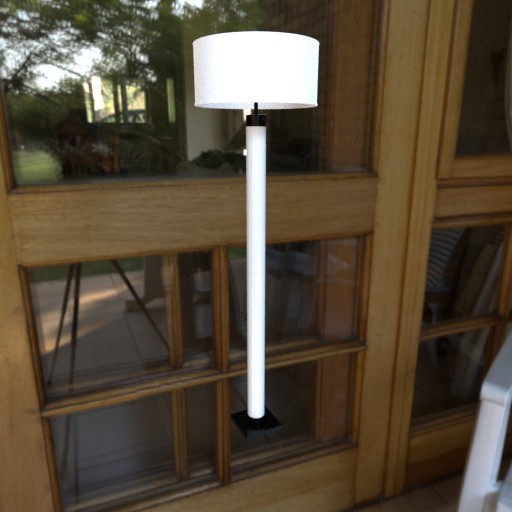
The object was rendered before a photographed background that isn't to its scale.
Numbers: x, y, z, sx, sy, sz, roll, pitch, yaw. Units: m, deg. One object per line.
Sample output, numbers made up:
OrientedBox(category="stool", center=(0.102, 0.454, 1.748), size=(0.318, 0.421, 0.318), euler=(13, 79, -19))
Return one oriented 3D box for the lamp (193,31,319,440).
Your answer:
OrientedBox(category="lamp", center=(0.000, 0.000, 1.672), size=(0.420, 1.475, 0.420), euler=(-8, 17, -26))
